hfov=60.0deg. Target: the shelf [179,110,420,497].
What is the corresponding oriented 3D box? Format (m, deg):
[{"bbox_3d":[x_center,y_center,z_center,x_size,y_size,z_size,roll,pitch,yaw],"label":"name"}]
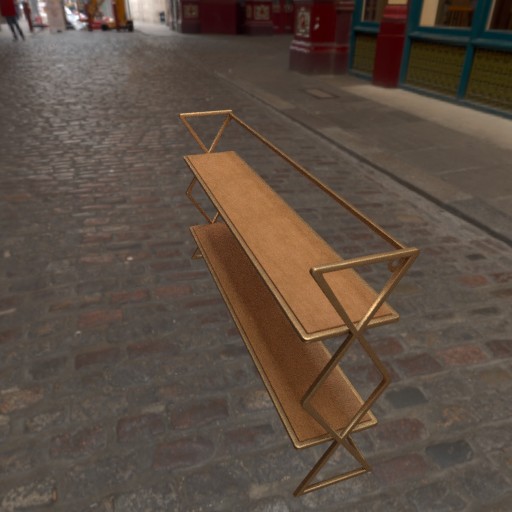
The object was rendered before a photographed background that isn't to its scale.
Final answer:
[{"bbox_3d":[0.000,0.000,0.979,0.150,0.450,0.822,-10,32,-16],"label":"shelf"}]
